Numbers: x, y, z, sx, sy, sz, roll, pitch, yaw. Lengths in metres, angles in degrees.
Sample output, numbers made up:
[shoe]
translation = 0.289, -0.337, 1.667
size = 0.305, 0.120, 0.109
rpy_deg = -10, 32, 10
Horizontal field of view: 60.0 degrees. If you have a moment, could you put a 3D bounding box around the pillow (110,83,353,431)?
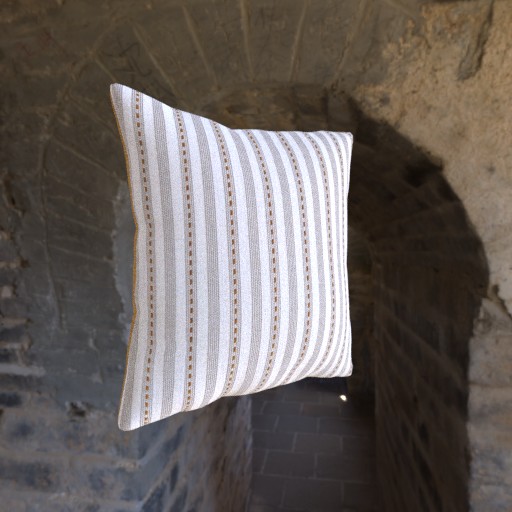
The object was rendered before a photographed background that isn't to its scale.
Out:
[pillow]
translation = 0.000, 0.000, 0.668
size = 0.432, 0.437, 0.147
rpy_deg = -1, 1, -37
